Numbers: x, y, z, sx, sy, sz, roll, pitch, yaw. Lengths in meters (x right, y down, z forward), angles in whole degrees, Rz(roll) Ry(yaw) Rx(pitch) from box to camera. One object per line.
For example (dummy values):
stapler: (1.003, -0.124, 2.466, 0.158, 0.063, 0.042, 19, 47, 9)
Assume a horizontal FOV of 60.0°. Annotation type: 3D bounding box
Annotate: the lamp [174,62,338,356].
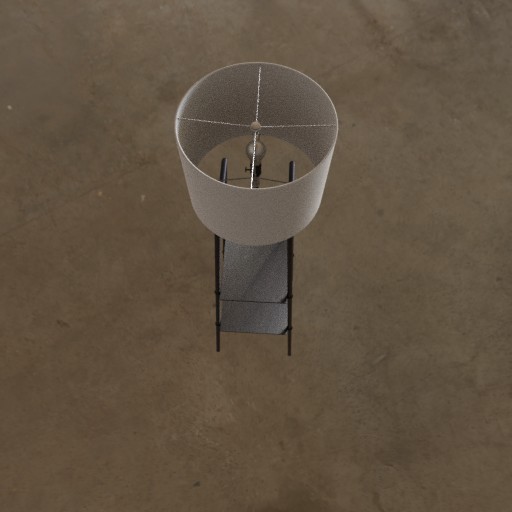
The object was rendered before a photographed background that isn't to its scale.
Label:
lamp: (0.000, 0.000, 1.685, 0.384, 1.474, 0.427, 3, 65, 1)
